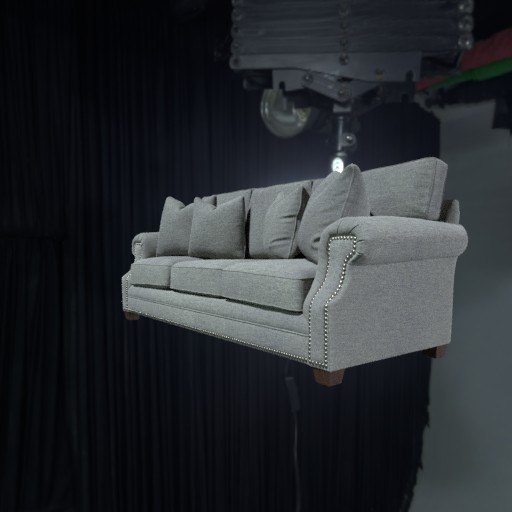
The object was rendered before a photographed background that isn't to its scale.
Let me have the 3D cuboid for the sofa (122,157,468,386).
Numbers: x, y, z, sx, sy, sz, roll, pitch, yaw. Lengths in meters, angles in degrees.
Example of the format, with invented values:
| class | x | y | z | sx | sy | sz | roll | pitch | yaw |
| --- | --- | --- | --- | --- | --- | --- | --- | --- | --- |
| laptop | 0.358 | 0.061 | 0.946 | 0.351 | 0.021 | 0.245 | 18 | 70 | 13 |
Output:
| class | x | y | z | sx | sy | sz | roll | pitch | yaw |
| --- | --- | --- | --- | --- | --- | --- | --- | --- | --- |
| sofa | 0.000 | 0.000 | 2.794 | 0.965 | 0.975 | 2.312 | -1 | 1 | -37 |
